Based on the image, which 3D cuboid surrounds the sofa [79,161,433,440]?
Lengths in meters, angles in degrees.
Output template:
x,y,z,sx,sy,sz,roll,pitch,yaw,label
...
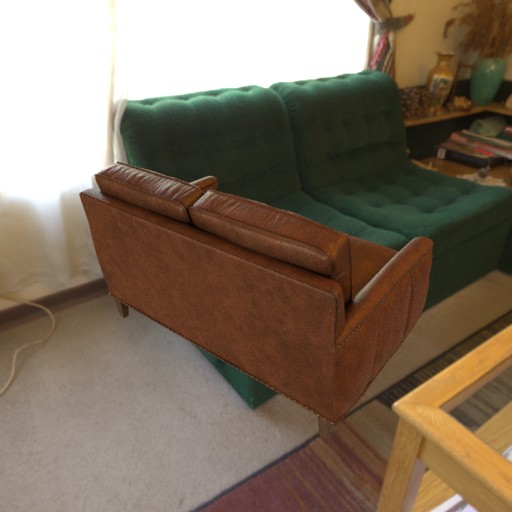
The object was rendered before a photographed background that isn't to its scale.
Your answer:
x,y,z,sx,sy,sz,roll,pitch,yaw,label
0.000,0.000,2.419,1.628,1.003,1.083,21,36,32,sofa
